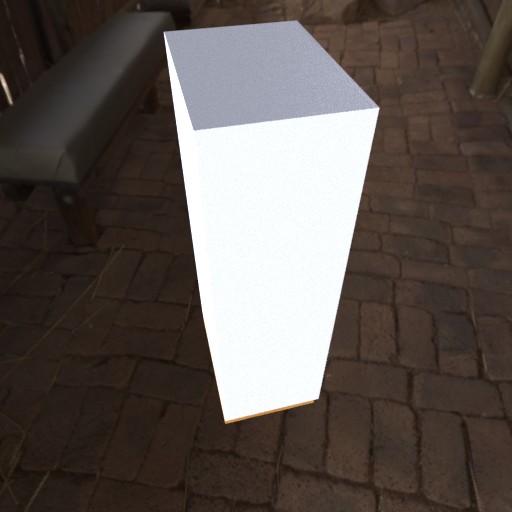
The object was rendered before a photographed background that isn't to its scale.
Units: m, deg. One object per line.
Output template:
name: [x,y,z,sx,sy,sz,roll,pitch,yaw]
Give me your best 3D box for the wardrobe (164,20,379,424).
wardrobe: [0.000,0.000,2.386,0.600,2.040,0.860,-10,46,-10]
